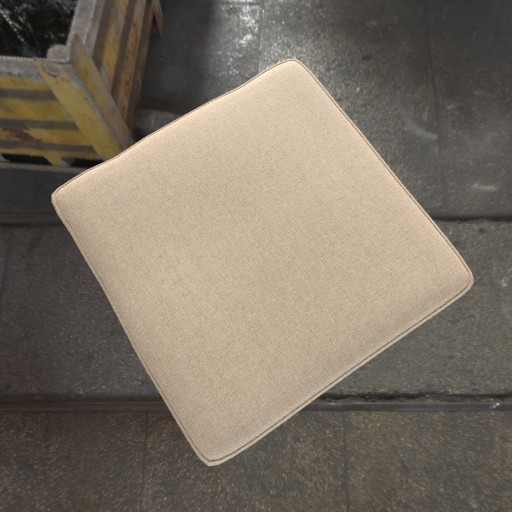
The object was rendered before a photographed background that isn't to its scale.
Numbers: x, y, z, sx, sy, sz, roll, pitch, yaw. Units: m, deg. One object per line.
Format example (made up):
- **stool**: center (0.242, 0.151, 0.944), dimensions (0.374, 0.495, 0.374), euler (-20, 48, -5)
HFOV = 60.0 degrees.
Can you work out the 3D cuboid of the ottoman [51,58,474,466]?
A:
- **ottoman**: center (0.000, 0.000, 1.342), dimensions (0.838, 0.503, 0.838), euler (-32, 77, -8)
